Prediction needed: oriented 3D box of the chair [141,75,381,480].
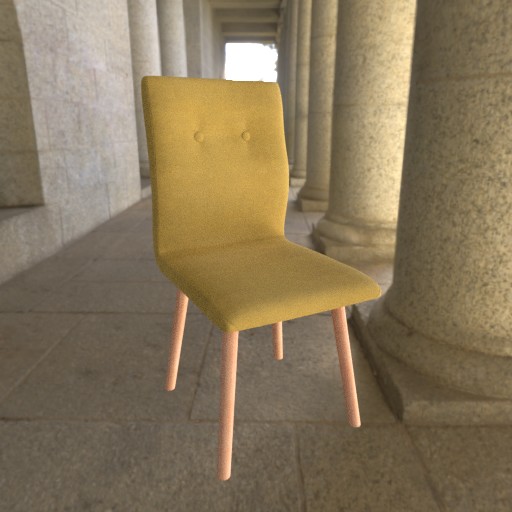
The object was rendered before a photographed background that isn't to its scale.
[{"bbox_3d":[0.000,0.000,1.241,0.450,0.965,0.550,-9,19,-27],"label":"chair"}]
